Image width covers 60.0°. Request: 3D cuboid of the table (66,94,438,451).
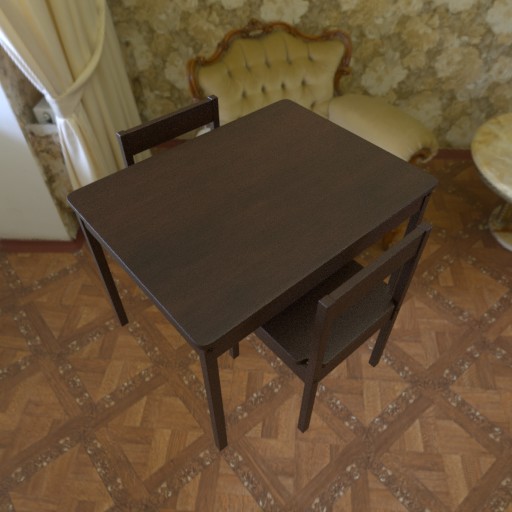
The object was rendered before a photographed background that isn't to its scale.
[{"bbox_3d":[0.000,0.000,1.109,0.650,0.503,0.672,-32,55,-27],"label":"table"}]
